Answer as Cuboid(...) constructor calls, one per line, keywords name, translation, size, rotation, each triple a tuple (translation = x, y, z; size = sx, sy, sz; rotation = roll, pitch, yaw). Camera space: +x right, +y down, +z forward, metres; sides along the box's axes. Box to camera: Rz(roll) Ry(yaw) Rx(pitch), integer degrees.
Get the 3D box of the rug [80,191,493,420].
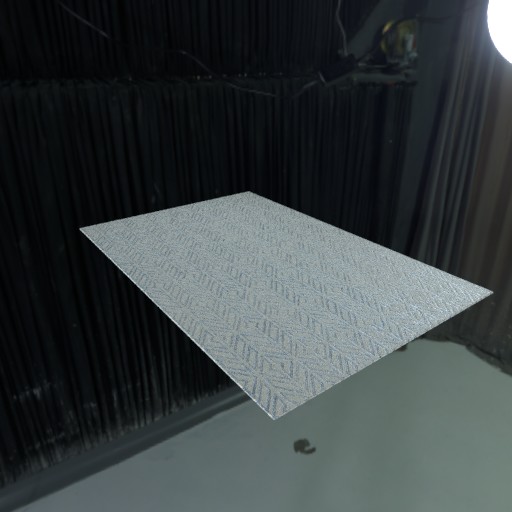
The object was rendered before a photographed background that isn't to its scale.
Cuboid(name="rug", translation=(0.000, 0.000, 2.265), size=(1.220, 0.008, 1.824), rotation=(-18, 31, -32))
